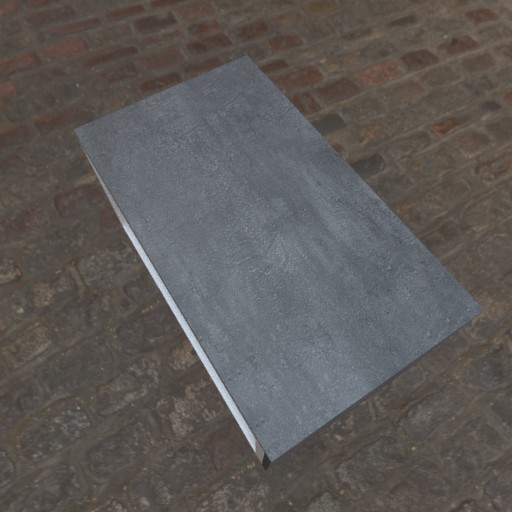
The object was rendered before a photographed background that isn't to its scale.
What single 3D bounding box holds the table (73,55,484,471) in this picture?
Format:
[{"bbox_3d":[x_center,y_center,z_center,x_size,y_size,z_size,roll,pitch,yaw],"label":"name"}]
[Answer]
[{"bbox_3d":[0.000,0.000,0.933,0.400,0.350,0.700,-30,66,-14],"label":"table"}]
